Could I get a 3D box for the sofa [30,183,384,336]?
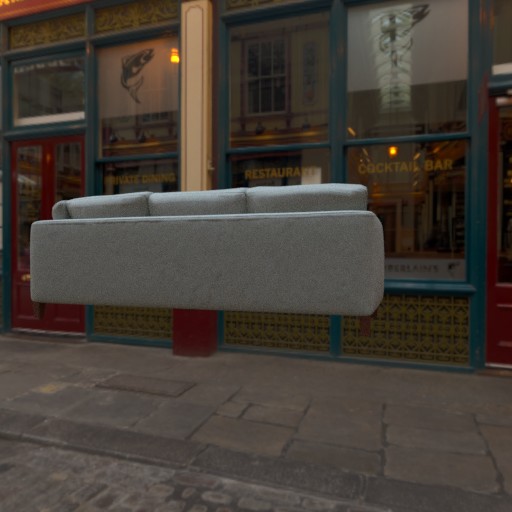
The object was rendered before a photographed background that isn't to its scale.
[{"bbox_3d":[0.000,0.000,4.514,2.592,0.947,3.301,0,0,18],"label":"sofa"}]
